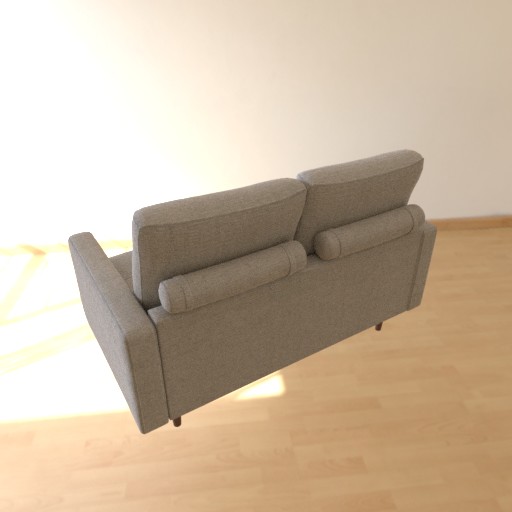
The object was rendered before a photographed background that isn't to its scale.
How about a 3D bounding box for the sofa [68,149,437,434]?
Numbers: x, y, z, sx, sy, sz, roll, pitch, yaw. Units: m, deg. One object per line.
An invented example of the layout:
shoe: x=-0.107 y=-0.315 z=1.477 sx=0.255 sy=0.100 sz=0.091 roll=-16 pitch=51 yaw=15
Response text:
sofa: x=0.000 y=0.000 z=1.956 sx=1.407 sy=0.907 sz=0.842 roll=-17 pitch=34 yaw=-27
